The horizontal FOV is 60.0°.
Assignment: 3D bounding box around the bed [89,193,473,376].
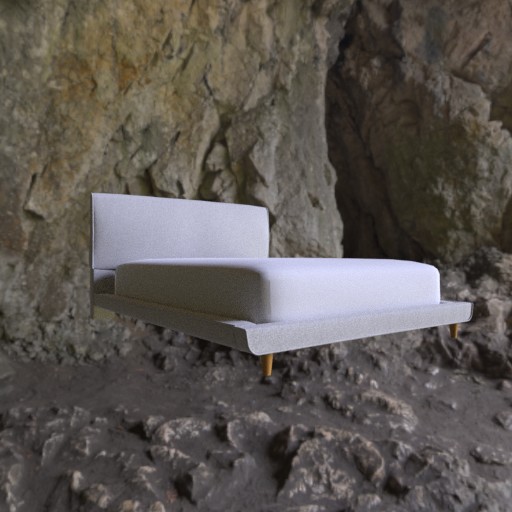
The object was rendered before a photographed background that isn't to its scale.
[{"bbox_3d":[0.000,0.000,3.346,1.840,1.067,2.368,0,0,-36],"label":"bed"}]
